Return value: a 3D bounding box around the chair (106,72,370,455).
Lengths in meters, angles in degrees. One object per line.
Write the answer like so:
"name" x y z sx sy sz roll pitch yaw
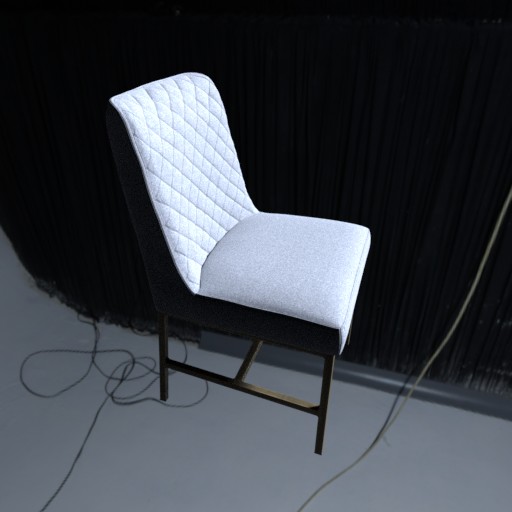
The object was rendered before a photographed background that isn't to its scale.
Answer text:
"chair" 0.000 0.000 1.245 0.587 0.889 0.508 10 33 16
